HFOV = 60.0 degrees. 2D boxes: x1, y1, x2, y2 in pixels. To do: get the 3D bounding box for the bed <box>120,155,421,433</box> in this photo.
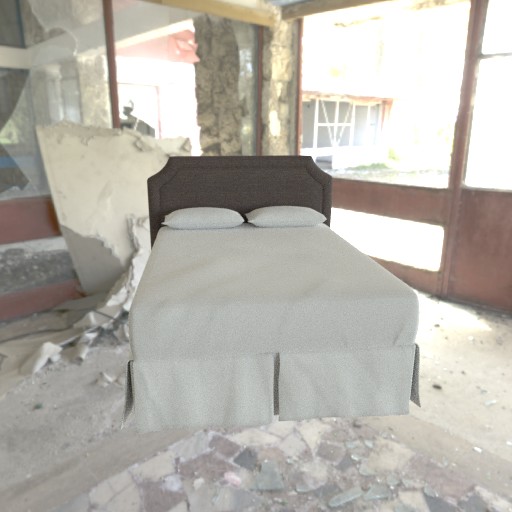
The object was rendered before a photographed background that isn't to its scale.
[{"bbox_3d":[0.000,0.000,3.165,1.693,1.290,2.116,-2,16,-7],"label":"bed"}]
